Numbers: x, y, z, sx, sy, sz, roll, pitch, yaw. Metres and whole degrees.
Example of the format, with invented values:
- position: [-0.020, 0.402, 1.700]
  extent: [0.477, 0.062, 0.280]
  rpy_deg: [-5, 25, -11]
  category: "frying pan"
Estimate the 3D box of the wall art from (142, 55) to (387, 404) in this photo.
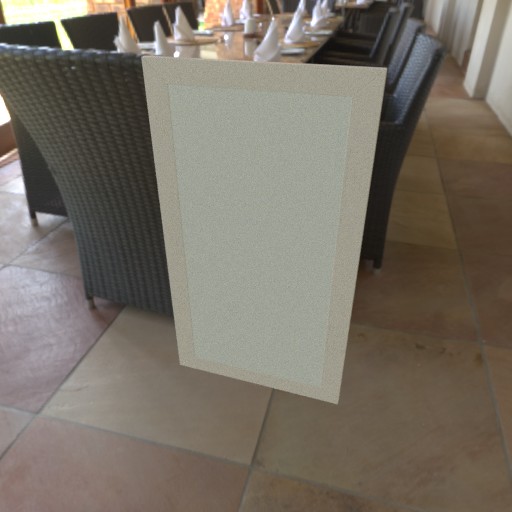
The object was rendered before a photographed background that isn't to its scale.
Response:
- position: [0.000, 0.000, 0.842]
  extent: [0.380, 0.683, 0.013]
  rpy_deg: [10, 33, 15]
  category: "wall art"
